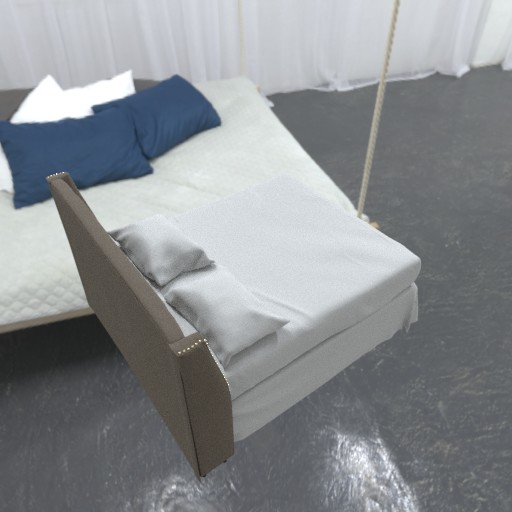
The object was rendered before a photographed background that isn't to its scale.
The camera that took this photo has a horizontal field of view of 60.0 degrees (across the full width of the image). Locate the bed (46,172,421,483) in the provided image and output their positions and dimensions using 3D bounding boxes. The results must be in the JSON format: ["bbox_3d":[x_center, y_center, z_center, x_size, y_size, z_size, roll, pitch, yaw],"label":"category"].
[{"bbox_3d":[0.000,0.000,3.426,2.276,1.332,1.925,-26,47,-27],"label":"bed"}]
